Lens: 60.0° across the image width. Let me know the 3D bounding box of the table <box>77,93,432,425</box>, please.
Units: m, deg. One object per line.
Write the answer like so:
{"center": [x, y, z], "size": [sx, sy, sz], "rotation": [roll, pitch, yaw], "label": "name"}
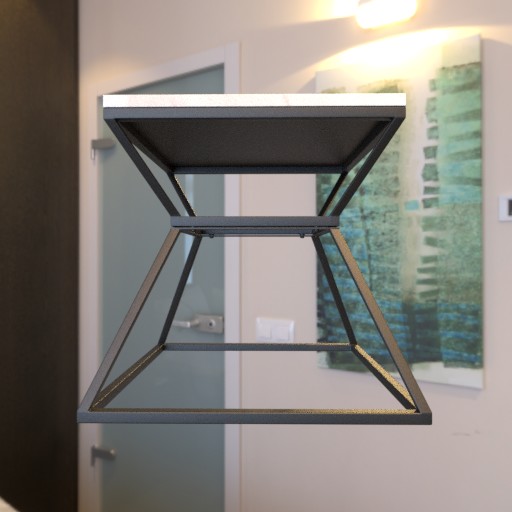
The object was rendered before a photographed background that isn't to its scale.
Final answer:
{"center": [0.000, 0.000, 0.793], "size": [0.455, 0.431, 0.455], "rotation": [0, 0, 1], "label": "table"}
